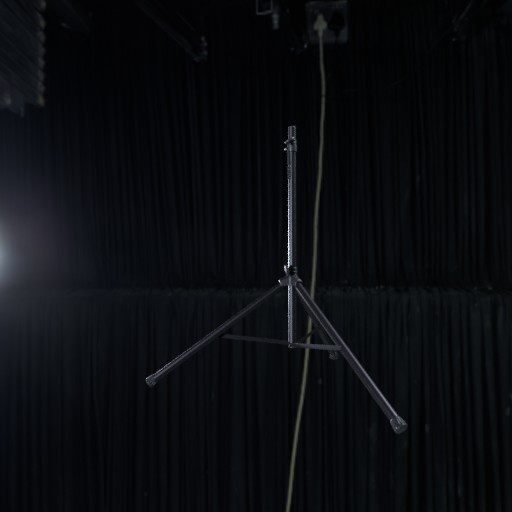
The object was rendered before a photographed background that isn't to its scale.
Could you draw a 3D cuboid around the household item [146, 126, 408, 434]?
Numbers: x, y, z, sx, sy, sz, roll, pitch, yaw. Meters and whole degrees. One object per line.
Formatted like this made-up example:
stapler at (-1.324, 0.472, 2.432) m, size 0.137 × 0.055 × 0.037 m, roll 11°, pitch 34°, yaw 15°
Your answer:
household item at (0.000, 0.000, 2.735) m, size 1.339 × 1.595 × 1.596 m, roll 0°, pitch -1°, yaw 0°
